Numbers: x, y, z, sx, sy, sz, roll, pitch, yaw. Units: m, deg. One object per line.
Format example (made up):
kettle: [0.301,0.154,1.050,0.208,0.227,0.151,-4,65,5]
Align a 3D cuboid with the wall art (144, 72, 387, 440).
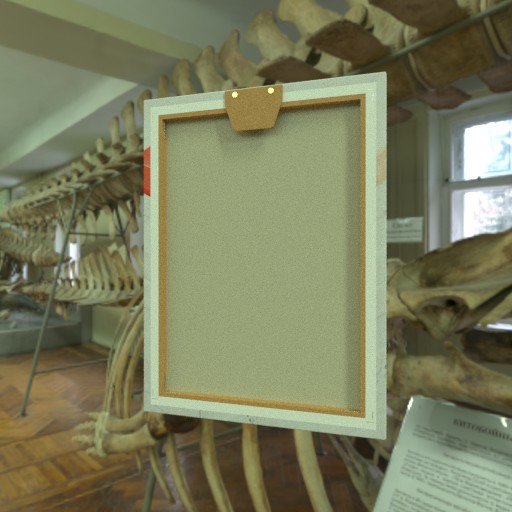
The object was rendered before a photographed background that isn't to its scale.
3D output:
wall art: [0.000,0.000,1.346,0.759,1.014,0.045,0,0,17]
